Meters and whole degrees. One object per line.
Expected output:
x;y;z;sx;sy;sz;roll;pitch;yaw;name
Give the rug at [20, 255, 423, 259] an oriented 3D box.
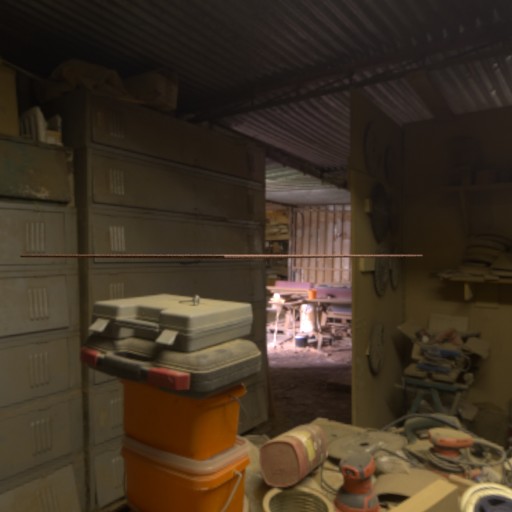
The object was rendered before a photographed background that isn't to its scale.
0.000;0.000;3.029;1.524;0.014;2.438;0;0;37;rug
